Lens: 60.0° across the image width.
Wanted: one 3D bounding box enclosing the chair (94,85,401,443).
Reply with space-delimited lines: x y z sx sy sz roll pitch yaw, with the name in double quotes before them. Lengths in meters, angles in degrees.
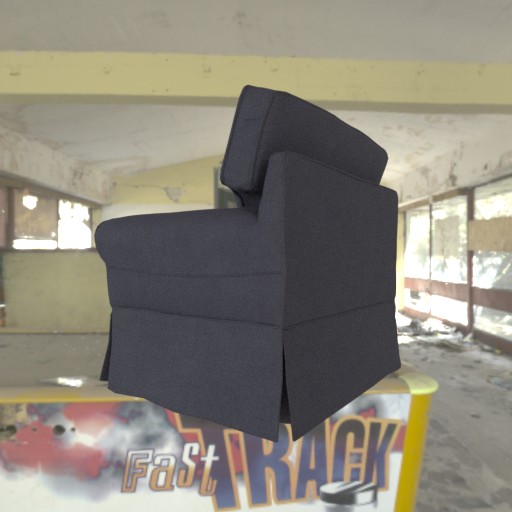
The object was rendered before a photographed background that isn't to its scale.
"chair" 0.000 0.000 1.996 1.002 1.140 1.119 0 0 35
